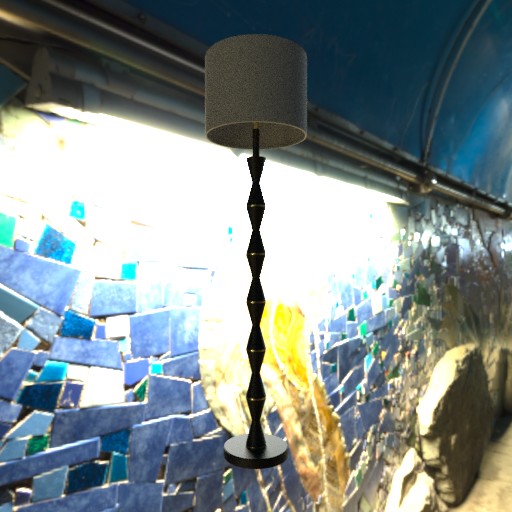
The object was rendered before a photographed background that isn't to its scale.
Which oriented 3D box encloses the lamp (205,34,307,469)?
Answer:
[{"bbox_3d":[0.000,0.000,1.662,0.381,1.480,0.381,0,-1,-37],"label":"lamp"}]
